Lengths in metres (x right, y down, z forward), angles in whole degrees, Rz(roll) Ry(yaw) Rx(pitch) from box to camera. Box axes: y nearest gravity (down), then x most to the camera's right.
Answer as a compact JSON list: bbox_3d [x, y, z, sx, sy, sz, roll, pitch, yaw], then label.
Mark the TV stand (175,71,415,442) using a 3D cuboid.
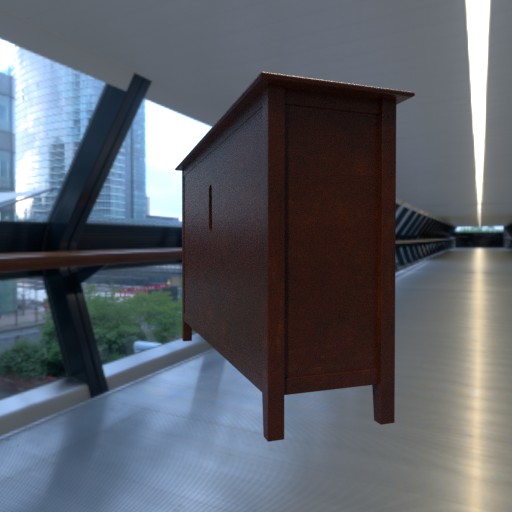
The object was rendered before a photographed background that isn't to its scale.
[{"bbox_3d":[0.000,0.000,1.788,0.445,0.915,1.372,0,1,-19],"label":"TV stand"}]
